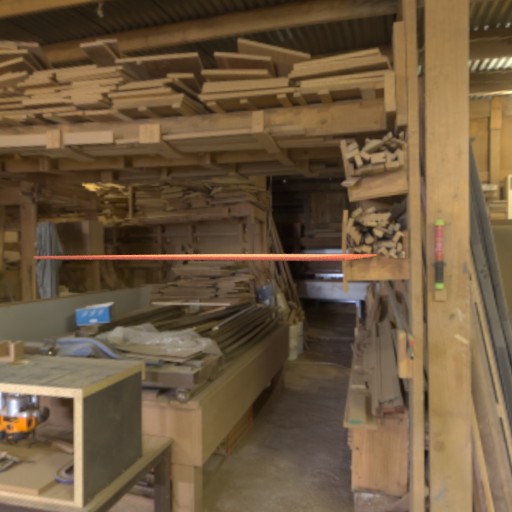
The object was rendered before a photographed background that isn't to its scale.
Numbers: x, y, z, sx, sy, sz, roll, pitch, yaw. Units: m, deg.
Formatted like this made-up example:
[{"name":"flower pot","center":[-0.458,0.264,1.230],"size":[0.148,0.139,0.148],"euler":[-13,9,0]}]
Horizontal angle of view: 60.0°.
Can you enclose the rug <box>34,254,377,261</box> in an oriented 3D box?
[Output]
[{"name":"rug","center":[0.000,0.000,3.108],"size":[1.524,0.014,2.438],"euler":[0,1,18]}]
